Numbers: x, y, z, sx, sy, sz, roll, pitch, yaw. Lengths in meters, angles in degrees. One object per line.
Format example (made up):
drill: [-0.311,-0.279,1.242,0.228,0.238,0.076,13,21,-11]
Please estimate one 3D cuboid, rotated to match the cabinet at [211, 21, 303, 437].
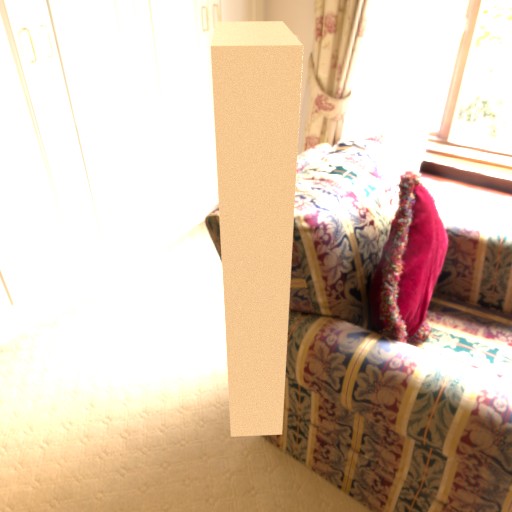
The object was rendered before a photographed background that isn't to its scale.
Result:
cabinet: [0.000,0.000,1.791,0.255,1.630,0.520,-2,34,-2]
